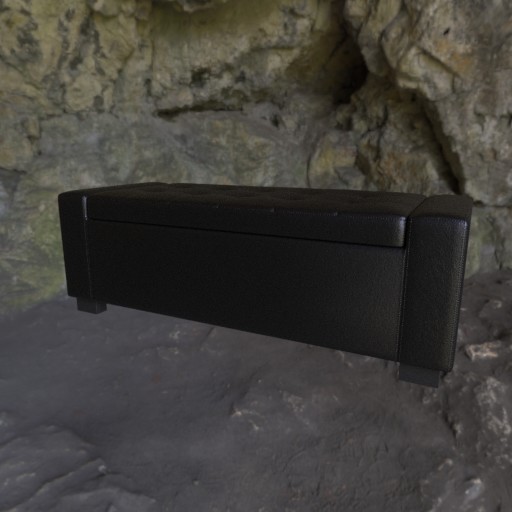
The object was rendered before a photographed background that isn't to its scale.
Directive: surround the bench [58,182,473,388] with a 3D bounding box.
[{"bbox_3d":[0.000,0.000,1.517,1.296,0.445,0.508,7,15,25],"label":"bench"}]
